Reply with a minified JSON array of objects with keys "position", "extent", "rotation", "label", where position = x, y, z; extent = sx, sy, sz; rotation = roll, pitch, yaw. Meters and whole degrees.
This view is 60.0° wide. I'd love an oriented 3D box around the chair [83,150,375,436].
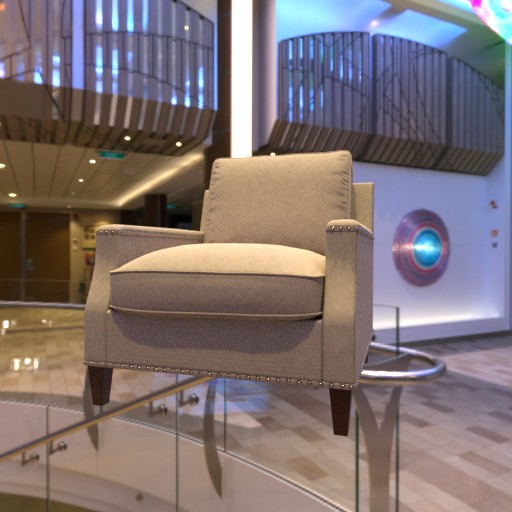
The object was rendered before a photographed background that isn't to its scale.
[{"position":[0.000,0.000,1.722],"extent":[0.853,0.943,1.014],"rotation":[0,1,18],"label":"chair"}]
